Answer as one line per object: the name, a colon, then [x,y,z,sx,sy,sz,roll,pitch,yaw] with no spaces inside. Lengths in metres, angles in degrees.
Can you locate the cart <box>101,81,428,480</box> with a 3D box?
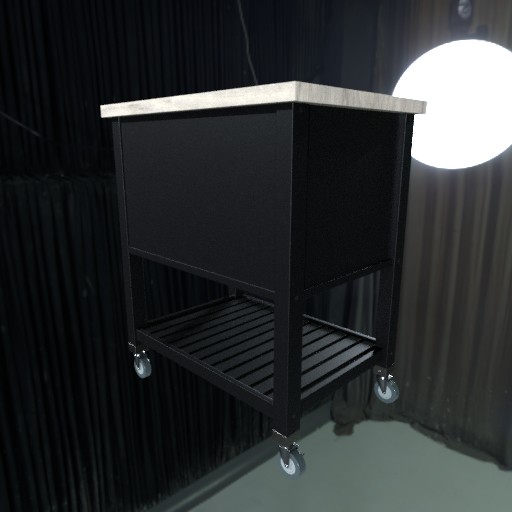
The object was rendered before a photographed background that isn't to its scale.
cart: [0.000,0.000,1.408,0.797,0.920,0.567,14,20,43]
